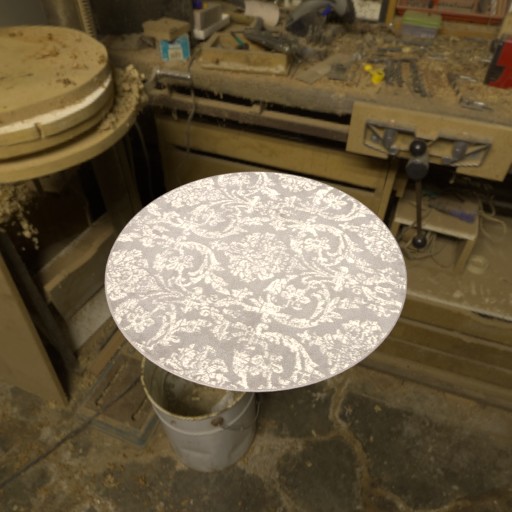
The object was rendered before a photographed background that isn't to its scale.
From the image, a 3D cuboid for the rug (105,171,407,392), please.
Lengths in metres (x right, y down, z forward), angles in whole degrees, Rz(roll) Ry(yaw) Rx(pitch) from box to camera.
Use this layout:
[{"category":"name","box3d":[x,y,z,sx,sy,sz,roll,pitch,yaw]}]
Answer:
[{"category":"rug","box3d":[0.000,0.000,2.401,1.593,0.012,1.593,0,45,0]}]
